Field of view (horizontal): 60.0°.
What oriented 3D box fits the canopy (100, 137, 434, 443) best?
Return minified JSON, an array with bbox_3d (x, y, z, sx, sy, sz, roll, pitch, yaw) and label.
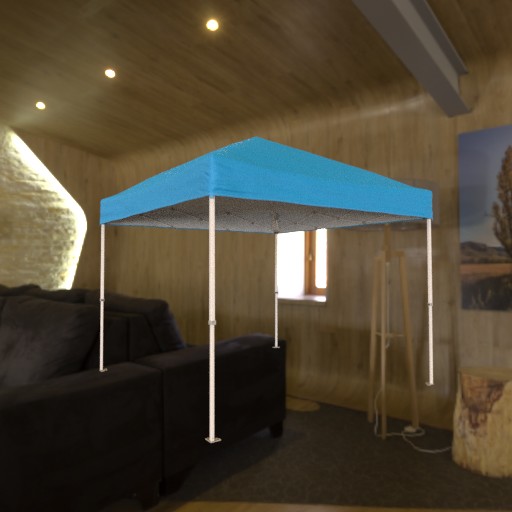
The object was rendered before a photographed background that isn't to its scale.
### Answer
[{"bbox_3d":[0.000,0.000,5.531,2.998,2.997,2.996,1,-2,-35],"label":"canopy"}]
